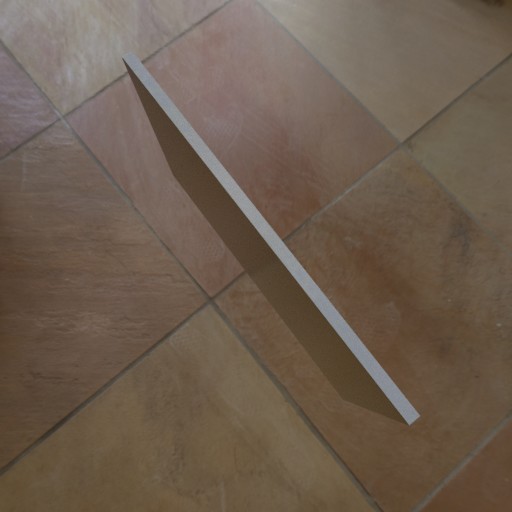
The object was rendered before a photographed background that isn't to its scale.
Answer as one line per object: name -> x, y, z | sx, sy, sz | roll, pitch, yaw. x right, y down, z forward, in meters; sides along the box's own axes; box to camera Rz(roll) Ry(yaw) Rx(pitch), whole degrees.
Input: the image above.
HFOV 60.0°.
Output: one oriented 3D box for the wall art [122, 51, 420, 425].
wall art -> 0.000, 0.000, 1.163 | 0.027, 0.610, 0.932 | -36, 79, -8
